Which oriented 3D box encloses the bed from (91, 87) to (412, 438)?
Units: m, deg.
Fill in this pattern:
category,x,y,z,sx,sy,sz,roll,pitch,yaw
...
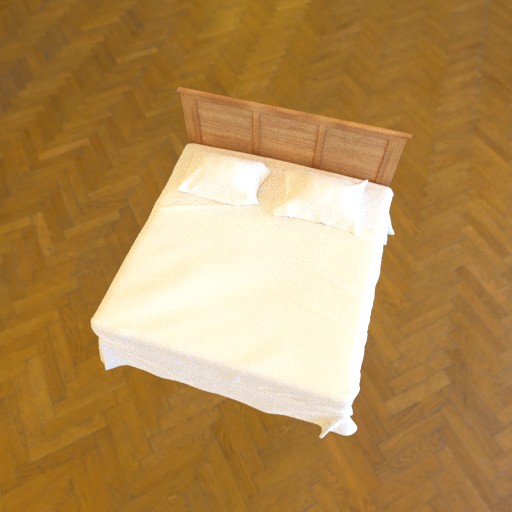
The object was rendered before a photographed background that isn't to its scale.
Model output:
category,x,y,z,sx,sy,sz,roll,pitch,yaw
bed,0.000,0.000,3.665,2.317,1.270,2.215,15,59,9
